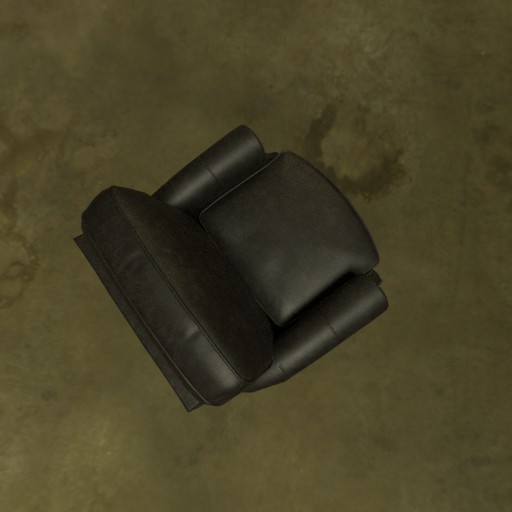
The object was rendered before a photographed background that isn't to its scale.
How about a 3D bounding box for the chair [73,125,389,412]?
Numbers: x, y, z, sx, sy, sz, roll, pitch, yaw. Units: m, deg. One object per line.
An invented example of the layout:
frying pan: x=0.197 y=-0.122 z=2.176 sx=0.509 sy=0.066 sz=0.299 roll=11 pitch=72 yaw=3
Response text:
chair: x=0.000 y=0.000 z=1.764 sx=0.986 sy=1.018 sz=0.936 roll=-36 pitch=79 yaw=-8
